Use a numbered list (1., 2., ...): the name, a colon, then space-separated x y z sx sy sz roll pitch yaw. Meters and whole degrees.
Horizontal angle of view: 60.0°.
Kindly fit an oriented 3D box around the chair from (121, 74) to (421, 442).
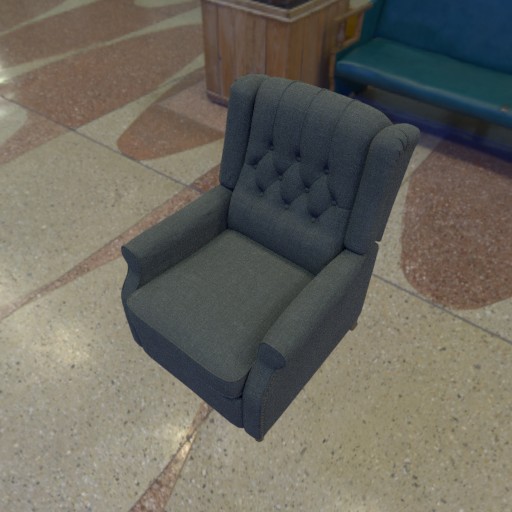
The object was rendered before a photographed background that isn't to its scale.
1. chair: 0.000 0.000 1.651 0.742 1.035 0.898 30 53 26
